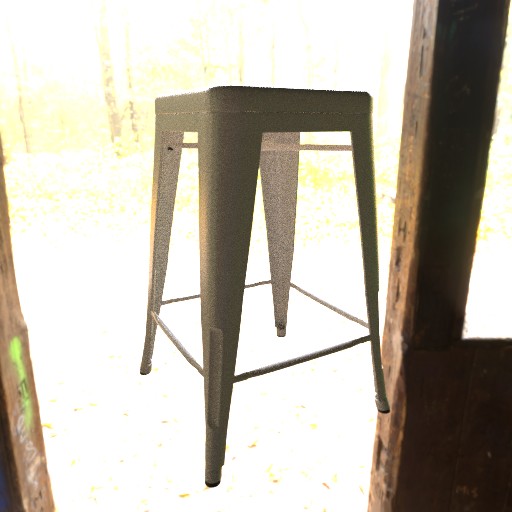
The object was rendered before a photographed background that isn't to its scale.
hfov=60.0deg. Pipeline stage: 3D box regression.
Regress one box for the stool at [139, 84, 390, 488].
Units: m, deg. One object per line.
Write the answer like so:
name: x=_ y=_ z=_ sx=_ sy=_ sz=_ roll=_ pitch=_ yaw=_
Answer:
stool: x=0.000 y=0.000 z=0.881 sx=0.406 sy=0.610 sz=0.406 roll=-9 pitch=19 yaw=-28
